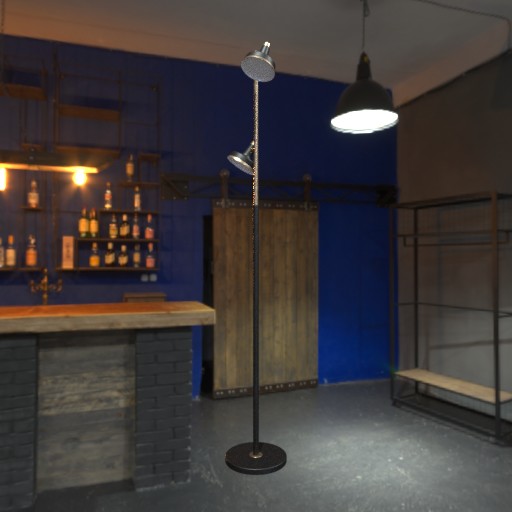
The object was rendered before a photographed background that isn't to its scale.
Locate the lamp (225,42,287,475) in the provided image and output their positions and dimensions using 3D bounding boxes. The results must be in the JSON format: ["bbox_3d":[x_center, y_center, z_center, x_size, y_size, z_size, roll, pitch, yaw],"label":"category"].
[{"bbox_3d":[0.000,0.000,1.816,0.253,1.674,0.351,0,0,-17],"label":"lamp"}]
